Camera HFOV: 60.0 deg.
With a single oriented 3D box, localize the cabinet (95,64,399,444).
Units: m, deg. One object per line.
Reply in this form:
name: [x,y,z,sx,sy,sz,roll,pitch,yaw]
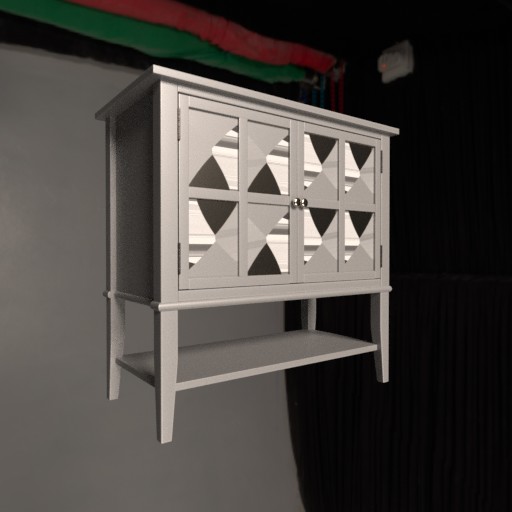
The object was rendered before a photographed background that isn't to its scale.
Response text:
cabinet: [0.000,0.000,1.290,0.801,0.780,0.396,-1,1,-36]
